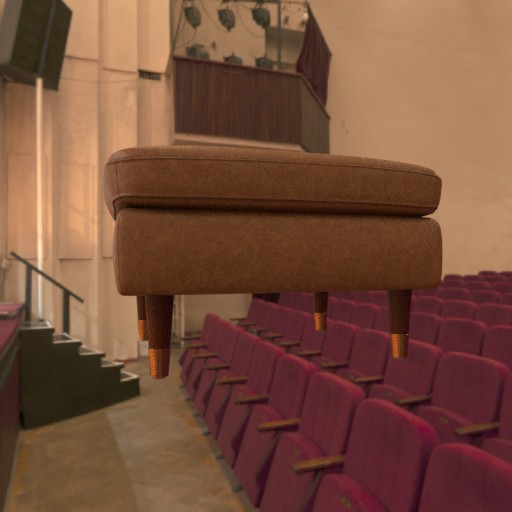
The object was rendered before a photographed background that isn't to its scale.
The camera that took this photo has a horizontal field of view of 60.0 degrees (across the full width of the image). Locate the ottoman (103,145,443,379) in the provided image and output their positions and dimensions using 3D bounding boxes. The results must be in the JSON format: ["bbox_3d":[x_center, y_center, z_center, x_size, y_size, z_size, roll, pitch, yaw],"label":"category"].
[{"bbox_3d":[0.000,0.000,1.149,0.747,0.478,0.593,0,0,-18],"label":"ottoman"}]
